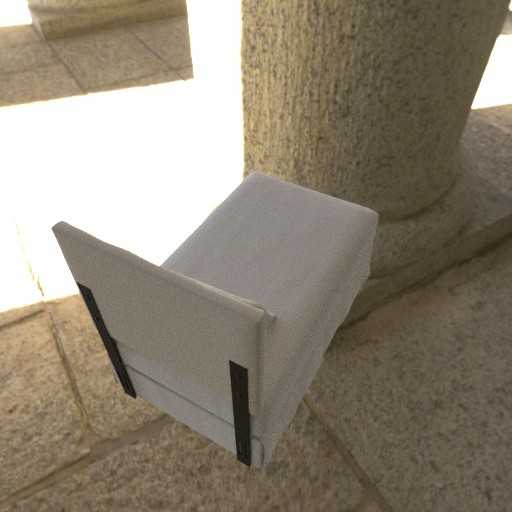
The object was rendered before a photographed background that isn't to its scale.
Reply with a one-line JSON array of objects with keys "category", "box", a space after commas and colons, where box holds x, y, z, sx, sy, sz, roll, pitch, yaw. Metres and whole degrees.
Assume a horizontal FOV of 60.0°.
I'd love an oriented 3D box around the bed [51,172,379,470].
[{"category": "bed", "box": [0.000, 0.000, 3.045, 1.261, 1.571, 1.997, 22, 50, 20]}]
